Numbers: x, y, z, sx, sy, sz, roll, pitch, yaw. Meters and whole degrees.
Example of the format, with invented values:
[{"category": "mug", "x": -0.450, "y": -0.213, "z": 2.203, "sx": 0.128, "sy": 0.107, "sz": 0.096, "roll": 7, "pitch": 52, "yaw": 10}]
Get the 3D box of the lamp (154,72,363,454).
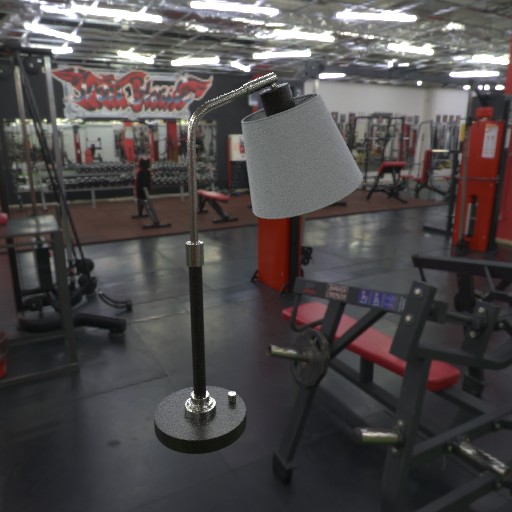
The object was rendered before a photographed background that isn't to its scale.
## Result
[{"category": "lamp", "x": 0.000, "y": 0.000, "z": 0.694, "sx": 0.348, "sy": 0.539, "sz": 0.181, "roll": -7, "pitch": 17, "yaw": -26}]
